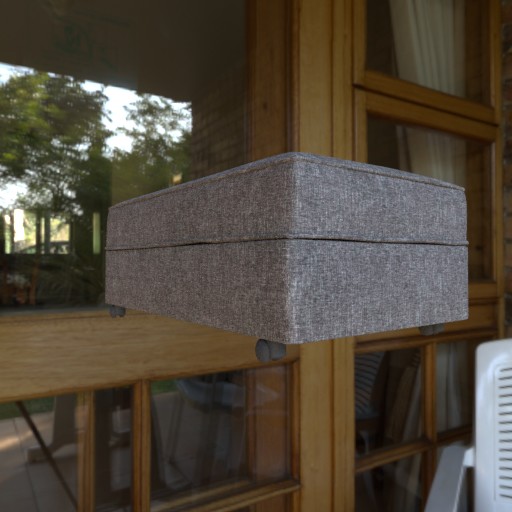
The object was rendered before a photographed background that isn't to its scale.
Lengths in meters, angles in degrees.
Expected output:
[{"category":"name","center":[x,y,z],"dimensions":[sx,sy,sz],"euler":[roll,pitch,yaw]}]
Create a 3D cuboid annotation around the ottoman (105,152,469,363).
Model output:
[{"category":"ottoman","center":[0.000,0.000,1.555],"dimensions":[0.717,0.487,1.184],"euler":[1,-1,-36]}]
